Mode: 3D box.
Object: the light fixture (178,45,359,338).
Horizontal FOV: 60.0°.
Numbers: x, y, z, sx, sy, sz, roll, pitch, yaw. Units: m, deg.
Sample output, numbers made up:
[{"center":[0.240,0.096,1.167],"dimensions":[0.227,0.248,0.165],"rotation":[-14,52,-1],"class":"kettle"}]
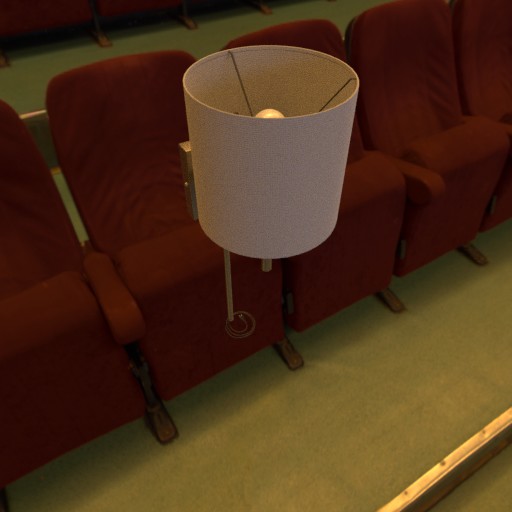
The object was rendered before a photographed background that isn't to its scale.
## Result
[{"center":[0.000,0.000,0.701],"dimensions":[0.188,0.589,0.248],"rotation":[-23,49,-22],"class":"light fixture"}]
